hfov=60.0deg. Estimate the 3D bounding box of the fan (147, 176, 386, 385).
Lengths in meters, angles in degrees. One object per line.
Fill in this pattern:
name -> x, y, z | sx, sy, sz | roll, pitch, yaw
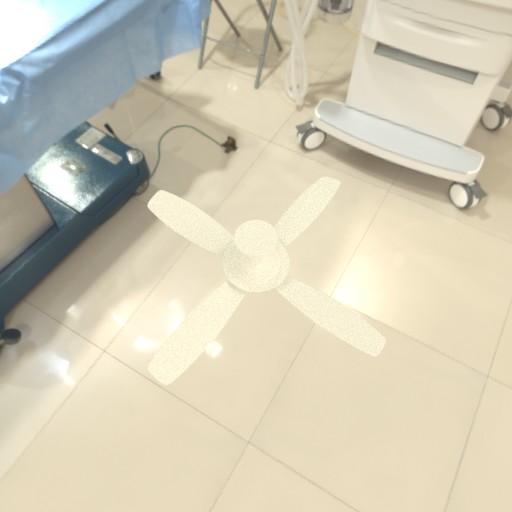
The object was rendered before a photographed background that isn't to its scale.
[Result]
fan -> 0.000, 0.000, 2.535 | 1.693, 0.382, 1.694 | 33, 64, 18
